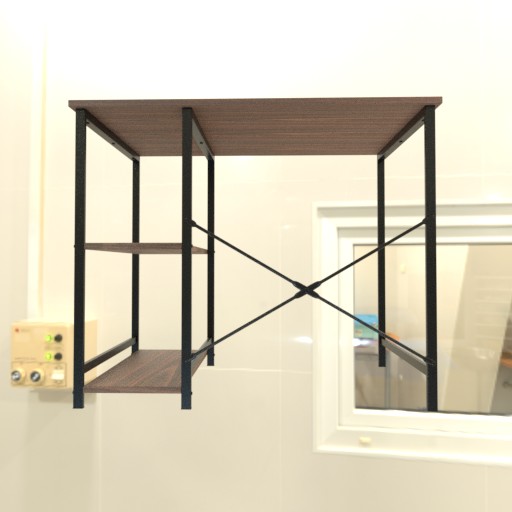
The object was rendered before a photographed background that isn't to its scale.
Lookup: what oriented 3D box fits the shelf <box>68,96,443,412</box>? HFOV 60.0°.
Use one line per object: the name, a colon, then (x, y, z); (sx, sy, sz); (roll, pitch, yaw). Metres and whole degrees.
shelf: (0.000, 0.000, 1.308); (0.902, 0.750, 0.498); (0, -1, 1)
